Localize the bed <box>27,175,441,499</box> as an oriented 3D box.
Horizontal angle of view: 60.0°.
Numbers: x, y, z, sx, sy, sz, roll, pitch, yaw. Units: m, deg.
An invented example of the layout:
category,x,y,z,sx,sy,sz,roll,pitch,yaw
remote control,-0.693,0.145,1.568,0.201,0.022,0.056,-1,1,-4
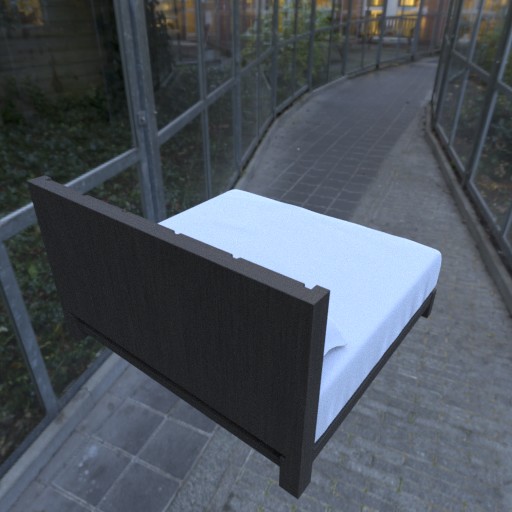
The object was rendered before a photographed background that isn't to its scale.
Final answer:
category,x,y,z,sx,sy,sz,roll,pitch,yaw
bed,0.000,0.000,3.258,2.134,1.270,2.012,22,37,32
